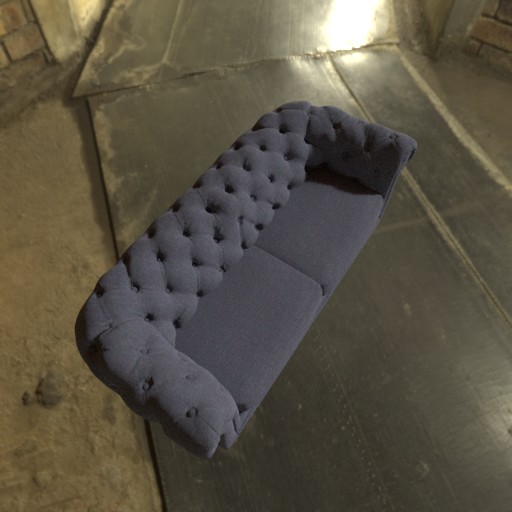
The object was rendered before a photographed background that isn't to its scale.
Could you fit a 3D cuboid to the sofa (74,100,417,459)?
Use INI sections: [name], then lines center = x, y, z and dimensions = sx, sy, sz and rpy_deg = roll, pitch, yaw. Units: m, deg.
[sofa]
center = 0.000, 0.000, 2.823
dimensions = 1.046, 0.836, 2.335
rpy_deg = 30, 62, 18
